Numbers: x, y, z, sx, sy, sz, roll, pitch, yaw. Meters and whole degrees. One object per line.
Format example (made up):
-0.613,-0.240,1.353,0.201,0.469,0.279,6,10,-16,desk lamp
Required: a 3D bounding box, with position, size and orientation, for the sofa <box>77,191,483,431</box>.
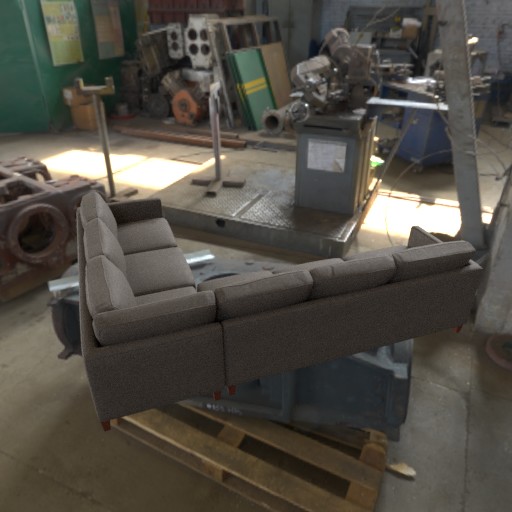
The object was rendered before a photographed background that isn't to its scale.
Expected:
0.000,0.000,4.451,3.302,0.947,2.593,-10,32,-17,sofa
